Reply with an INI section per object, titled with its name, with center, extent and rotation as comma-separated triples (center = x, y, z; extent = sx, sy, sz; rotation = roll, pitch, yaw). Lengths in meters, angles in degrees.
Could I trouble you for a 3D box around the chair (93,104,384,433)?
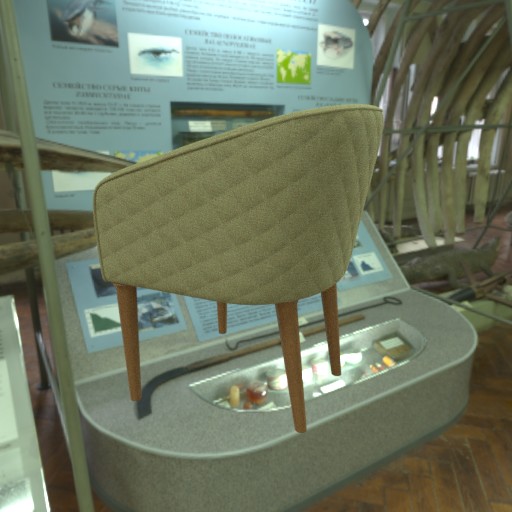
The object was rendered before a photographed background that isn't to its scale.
[chair]
center = 0.000, 0.000, 1.216
extent = 0.616, 0.775, 0.584
rotation = 8, 19, 26
